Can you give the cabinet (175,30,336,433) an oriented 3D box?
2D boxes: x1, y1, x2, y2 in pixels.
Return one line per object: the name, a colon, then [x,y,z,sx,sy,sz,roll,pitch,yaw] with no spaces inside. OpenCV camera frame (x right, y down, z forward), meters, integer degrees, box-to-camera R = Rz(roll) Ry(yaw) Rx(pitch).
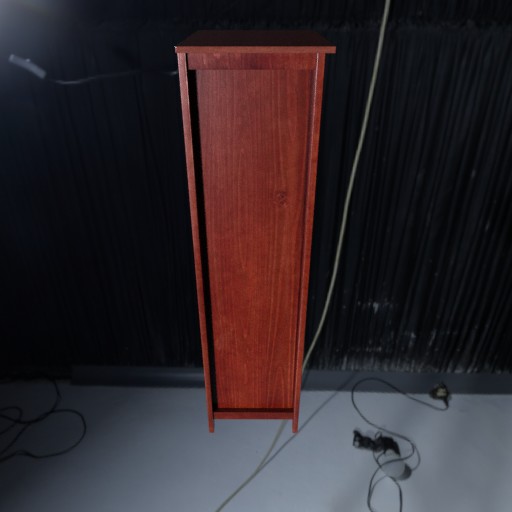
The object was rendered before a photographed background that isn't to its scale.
cabinet: [0.000,0.000,1.708,0.401,1.518,0.500,0,31,0]
